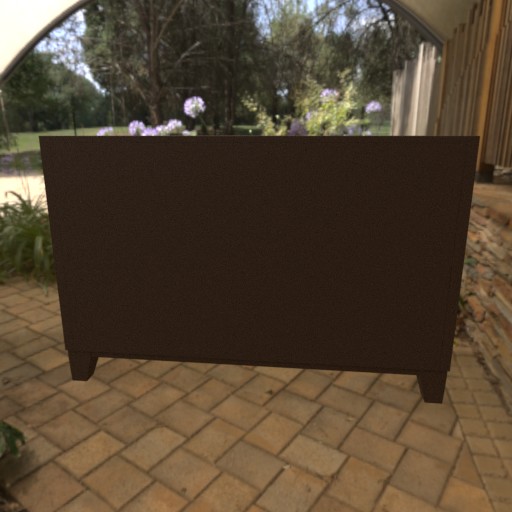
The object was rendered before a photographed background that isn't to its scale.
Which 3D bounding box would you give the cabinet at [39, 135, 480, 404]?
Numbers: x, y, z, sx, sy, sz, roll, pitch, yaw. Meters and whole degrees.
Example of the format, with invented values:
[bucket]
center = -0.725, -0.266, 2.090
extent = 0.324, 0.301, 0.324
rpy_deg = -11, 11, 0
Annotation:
[cabinet]
center = 0.000, 0.000, 1.745
extent = 1.396, 0.914, 0.482
rpy_deg = 2, 15, 6
